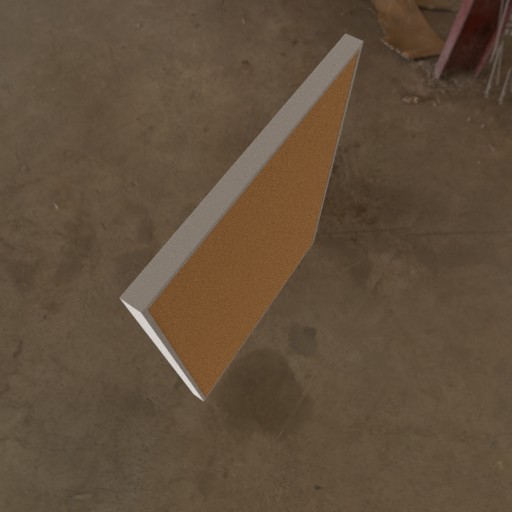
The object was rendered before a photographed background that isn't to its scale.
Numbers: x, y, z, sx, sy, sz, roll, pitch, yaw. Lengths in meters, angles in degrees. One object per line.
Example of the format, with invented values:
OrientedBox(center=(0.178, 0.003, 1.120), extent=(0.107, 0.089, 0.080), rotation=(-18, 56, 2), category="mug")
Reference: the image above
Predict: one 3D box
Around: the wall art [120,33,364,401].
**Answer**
OrientedBox(center=(0.000, 0.000, 1.028), extent=(0.055, 0.763, 0.611), rotation=(31, 68, 14), category="wall art")
